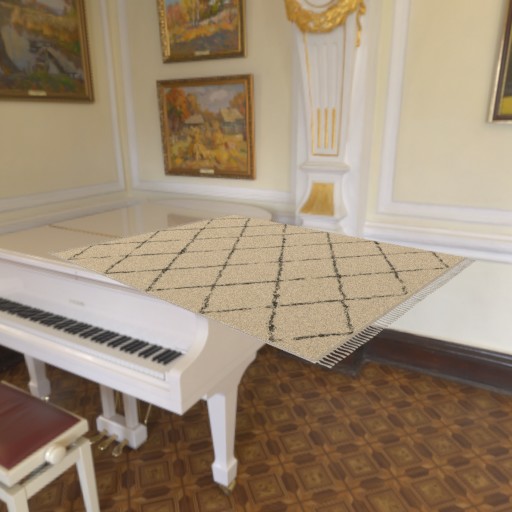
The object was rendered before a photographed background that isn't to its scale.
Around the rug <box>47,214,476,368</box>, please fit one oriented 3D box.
[{"bbox_3d":[0.000,0.000,3.983,3.051,0.013,2.380,14,22,39],"label":"rug"}]
